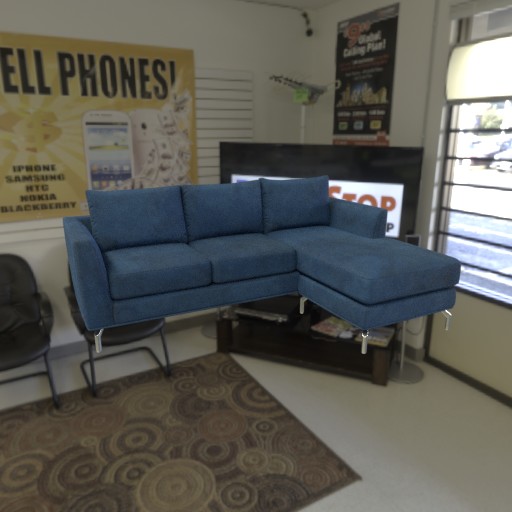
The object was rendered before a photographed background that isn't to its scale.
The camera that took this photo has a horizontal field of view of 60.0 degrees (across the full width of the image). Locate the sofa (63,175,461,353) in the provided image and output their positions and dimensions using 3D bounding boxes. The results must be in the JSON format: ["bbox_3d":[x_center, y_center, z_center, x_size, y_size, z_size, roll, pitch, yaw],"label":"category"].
[{"bbox_3d":[0.000,0.000,3.226,2.438,0.987,1.622,-8,18,-26],"label":"sofa"}]
